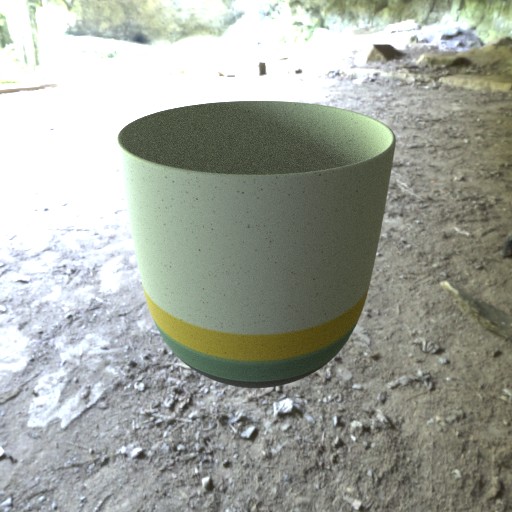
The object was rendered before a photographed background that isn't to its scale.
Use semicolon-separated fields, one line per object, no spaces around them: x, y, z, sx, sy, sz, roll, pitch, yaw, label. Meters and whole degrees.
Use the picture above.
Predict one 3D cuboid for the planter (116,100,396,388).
0.000;0.000;0.373;0.195;0.214;0.195;0;31;0;planter
